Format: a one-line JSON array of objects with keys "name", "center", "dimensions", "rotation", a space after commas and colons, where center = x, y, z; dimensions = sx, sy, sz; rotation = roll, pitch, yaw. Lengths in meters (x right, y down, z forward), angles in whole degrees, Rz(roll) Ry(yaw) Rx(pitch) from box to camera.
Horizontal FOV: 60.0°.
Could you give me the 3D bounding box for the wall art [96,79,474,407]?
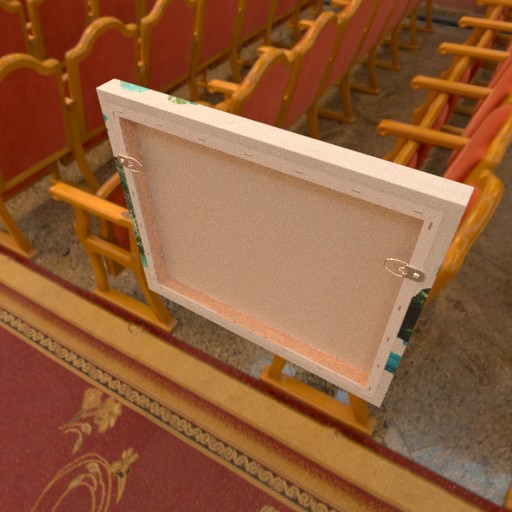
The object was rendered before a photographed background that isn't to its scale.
[{"name": "wall art", "center": [0.000, 0.000, 0.696], "dimensions": [0.507, 0.435, 0.041], "rotation": [23, 50, 21]}]
